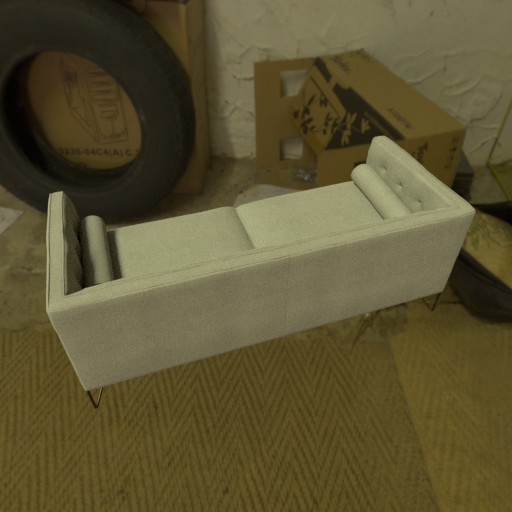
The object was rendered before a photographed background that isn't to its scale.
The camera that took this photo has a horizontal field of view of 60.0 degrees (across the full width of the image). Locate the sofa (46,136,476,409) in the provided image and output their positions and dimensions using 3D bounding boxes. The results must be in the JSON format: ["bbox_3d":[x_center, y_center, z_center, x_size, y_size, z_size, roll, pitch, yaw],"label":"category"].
[{"bbox_3d":[0.000,0.000,2.561,2.079,0.798,0.912,-13,44,-14],"label":"sofa"}]
